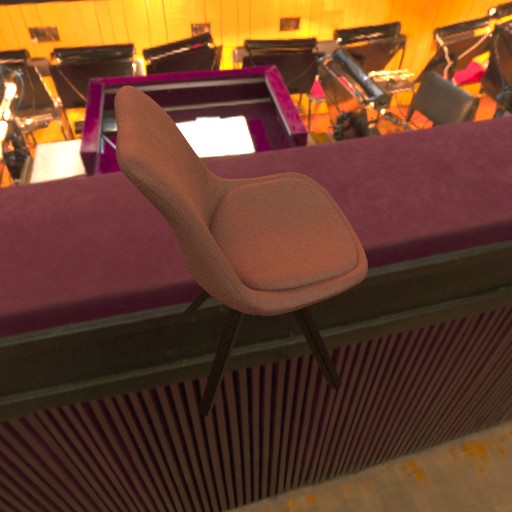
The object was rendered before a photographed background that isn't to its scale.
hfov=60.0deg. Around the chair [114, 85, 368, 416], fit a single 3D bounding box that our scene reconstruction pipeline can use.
[{"bbox_3d":[0.000,0.000,1.178,0.547,0.865,0.483,-10,47,-9],"label":"chair"}]
